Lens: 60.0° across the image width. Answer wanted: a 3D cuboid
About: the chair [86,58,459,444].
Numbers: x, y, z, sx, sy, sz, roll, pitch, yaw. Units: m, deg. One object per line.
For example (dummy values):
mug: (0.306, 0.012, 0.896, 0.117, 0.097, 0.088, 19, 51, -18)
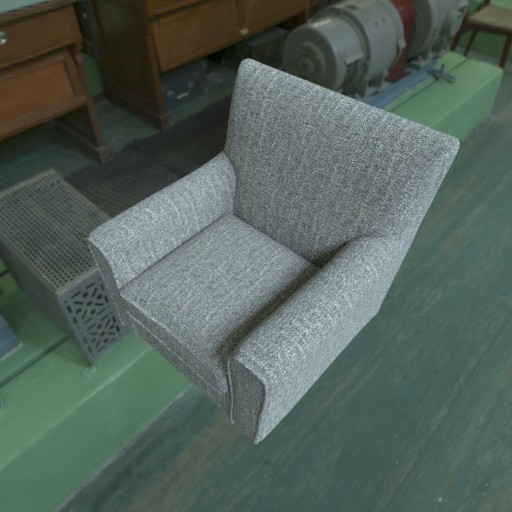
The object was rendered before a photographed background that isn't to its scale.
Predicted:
chair: (0.000, 0.000, 1.614, 0.864, 0.928, 0.873, 33, 55, 27)
